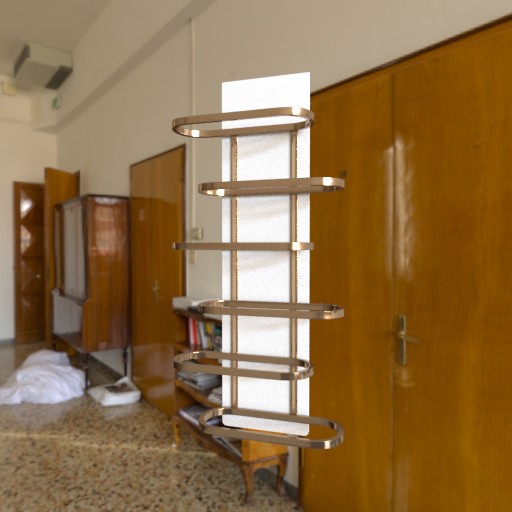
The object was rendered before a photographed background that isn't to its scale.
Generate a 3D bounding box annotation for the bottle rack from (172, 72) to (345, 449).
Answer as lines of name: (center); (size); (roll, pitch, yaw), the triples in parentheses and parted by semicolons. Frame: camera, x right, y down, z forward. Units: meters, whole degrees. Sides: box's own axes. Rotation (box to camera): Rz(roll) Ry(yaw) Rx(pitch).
bottle rack: (0.000, 0.000, 0.838); (0.332, 0.709, 0.118); (0, 1, 18)
